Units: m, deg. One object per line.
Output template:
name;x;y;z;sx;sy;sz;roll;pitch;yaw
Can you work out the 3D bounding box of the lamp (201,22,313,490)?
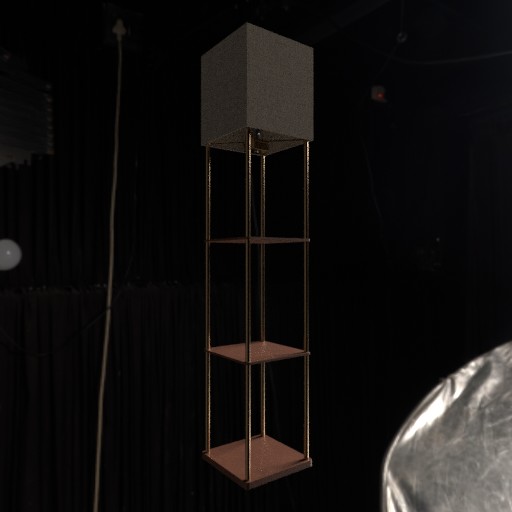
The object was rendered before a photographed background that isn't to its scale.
lamp;0.000;0.000;1.699;0.308;1.569;0.310;0;-1;-36
